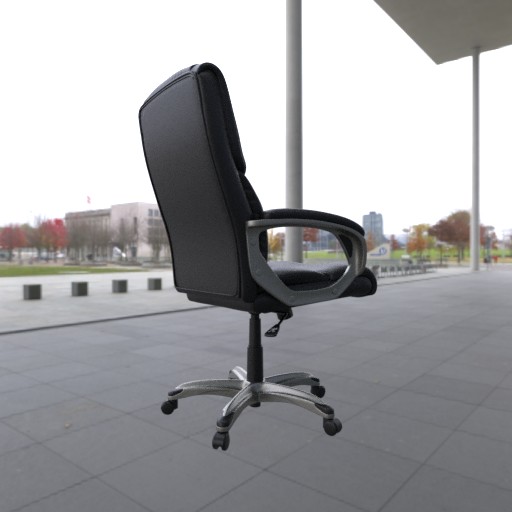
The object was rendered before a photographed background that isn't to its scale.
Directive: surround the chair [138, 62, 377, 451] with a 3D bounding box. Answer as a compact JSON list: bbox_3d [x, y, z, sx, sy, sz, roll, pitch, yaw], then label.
[{"bbox_3d":[0.000,0.000,1.627,0.739,1.155,0.663,0,0,-36],"label":"chair"}]
